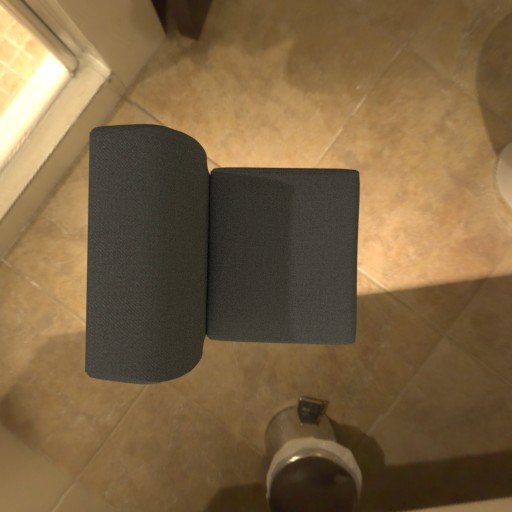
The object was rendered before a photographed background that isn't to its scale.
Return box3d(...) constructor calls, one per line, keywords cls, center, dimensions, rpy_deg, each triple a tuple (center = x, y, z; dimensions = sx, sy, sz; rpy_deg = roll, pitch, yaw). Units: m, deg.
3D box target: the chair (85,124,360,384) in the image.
box3d(cls="chair", center=(0.000, 0.000, 1.168), dimensions=(0.592, 0.804, 0.513), rpy_deg=(0, 90, 1))
